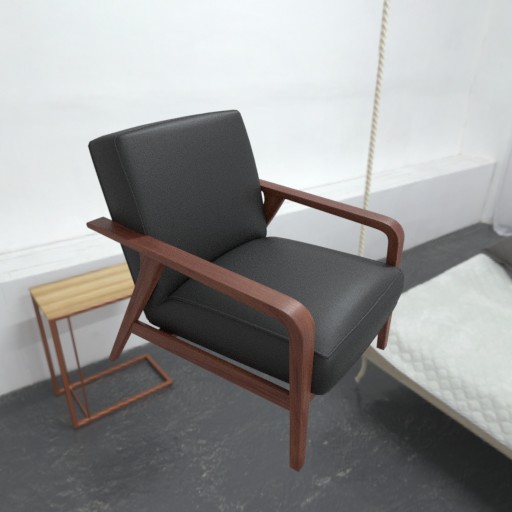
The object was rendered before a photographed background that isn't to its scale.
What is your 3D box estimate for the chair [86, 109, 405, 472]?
[{"bbox_3d":[0.000,0.000,1.508,0.889,0.861,0.719,18,32,31],"label":"chair"}]
